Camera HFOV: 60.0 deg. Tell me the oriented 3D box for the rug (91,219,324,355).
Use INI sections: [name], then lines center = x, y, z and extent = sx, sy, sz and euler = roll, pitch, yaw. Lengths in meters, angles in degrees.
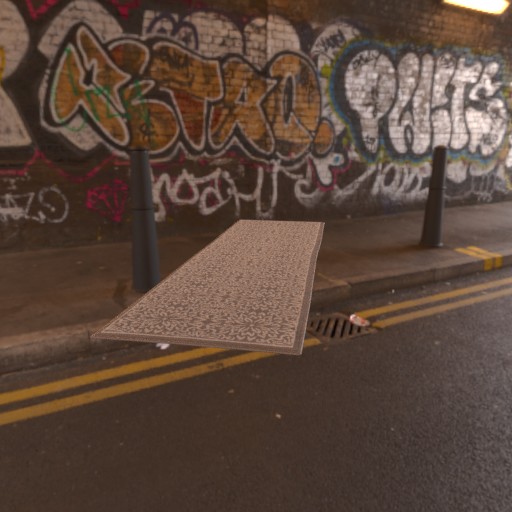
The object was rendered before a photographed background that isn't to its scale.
[rug]
center = 0.000, 0.000, 2.380
extent = 0.662, 0.011, 2.196
euler = 3, 15, 10
